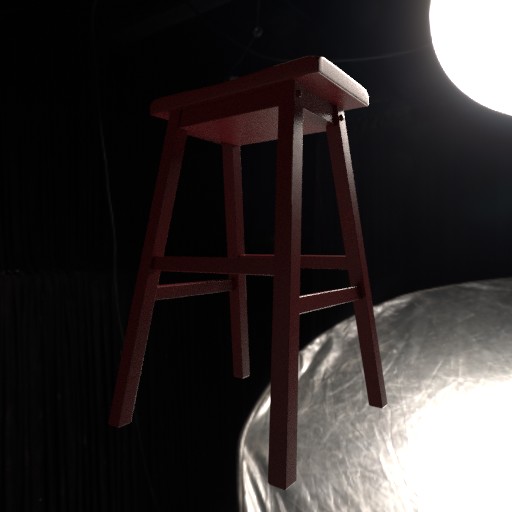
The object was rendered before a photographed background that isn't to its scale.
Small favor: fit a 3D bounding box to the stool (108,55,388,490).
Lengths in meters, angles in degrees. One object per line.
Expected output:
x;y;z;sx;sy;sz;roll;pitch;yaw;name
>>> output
0.000;0.000;1.025;0.457;0.737;0.476;1;1;36;stool
